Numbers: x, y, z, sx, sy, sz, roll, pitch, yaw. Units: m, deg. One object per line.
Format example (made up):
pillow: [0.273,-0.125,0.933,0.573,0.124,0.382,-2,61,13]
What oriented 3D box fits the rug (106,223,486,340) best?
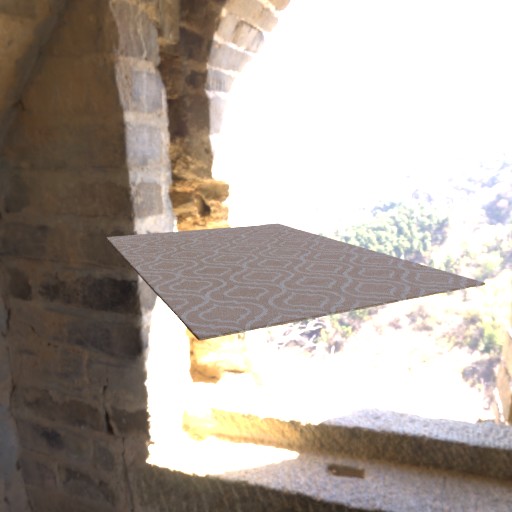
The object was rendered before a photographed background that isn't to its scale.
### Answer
rug: [0.000,0.000,2.821,1.524,0.010,2.134,-7,15,-26]
